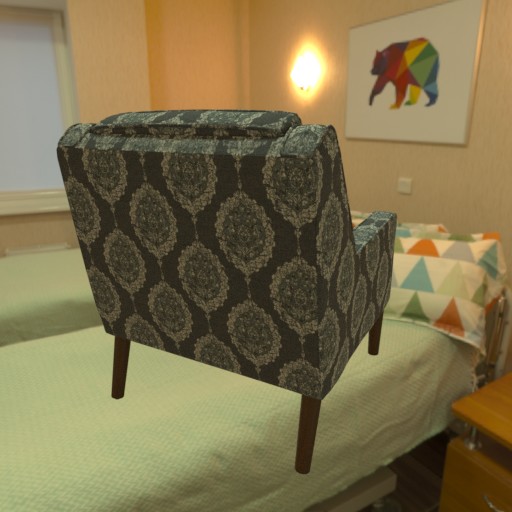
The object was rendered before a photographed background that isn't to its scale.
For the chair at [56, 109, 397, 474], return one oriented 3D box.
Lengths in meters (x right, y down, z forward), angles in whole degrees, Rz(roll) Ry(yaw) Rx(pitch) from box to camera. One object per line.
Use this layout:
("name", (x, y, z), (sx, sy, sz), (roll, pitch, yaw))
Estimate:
("chair", (0.000, 0.000, 1.276), (0.663, 0.792, 0.743), (9, 19, 28))
